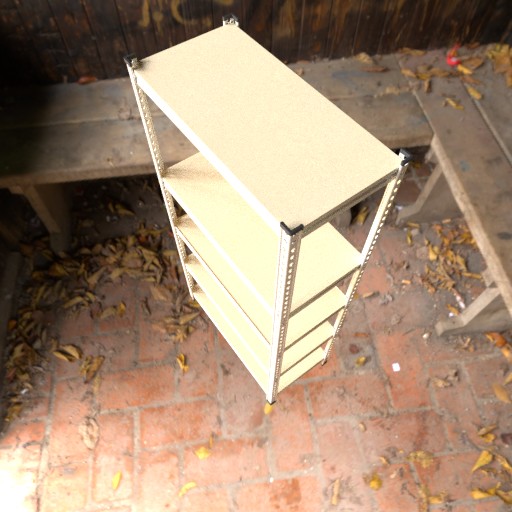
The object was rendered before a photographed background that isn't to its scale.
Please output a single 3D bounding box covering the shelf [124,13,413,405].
[{"bbox_3d":[0.000,0.000,2.168,0.457,1.829,0.914,-32,64,-18],"label":"shelf"}]
